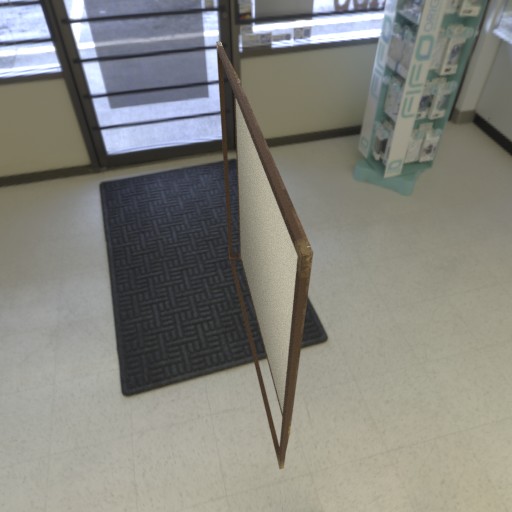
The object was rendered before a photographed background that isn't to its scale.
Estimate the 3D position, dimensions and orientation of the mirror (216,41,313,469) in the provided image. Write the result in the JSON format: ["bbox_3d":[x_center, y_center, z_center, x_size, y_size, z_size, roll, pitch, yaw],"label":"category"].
[{"bbox_3d":[0.000,0.000,0.887,0.032,0.610,0.610,-9,46,-8],"label":"mirror"}]
